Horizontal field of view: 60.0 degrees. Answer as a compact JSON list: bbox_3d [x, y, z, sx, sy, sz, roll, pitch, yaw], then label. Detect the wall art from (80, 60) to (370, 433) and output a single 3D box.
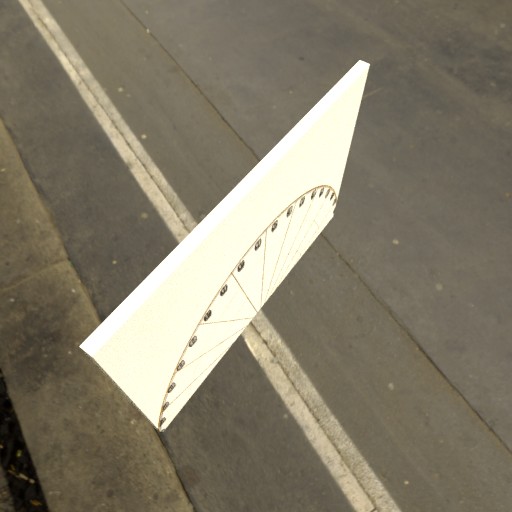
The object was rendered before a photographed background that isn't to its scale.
[{"bbox_3d":[0.000,0.000,1.440,0.038,0.767,1.144,32,63,18],"label":"wall art"}]
